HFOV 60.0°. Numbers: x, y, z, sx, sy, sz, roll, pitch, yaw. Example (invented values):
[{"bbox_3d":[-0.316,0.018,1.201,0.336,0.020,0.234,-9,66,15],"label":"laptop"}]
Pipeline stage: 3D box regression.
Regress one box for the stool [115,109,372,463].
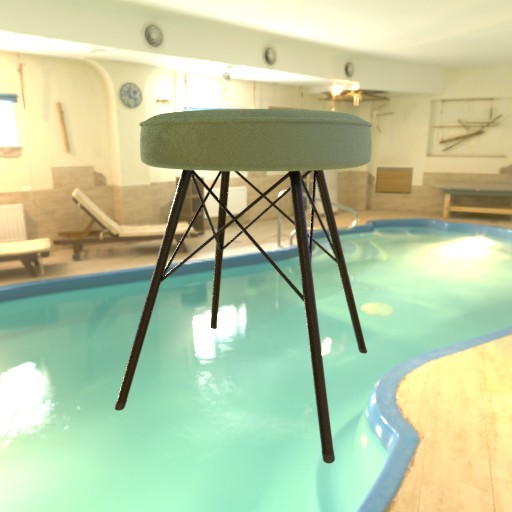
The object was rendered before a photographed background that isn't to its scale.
[{"bbox_3d":[0.000,0.000,0.856,0.457,0.519,0.458,8,16,28],"label":"stool"}]
